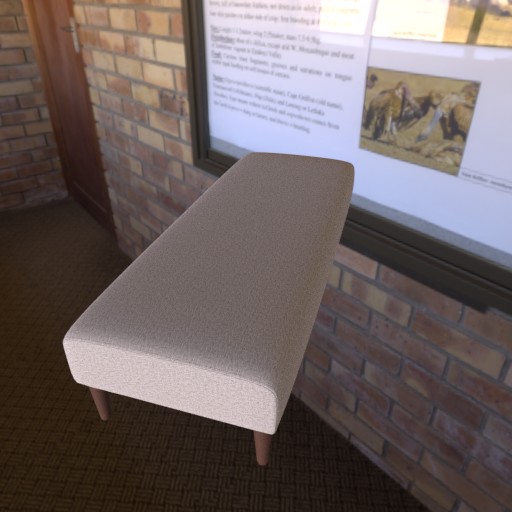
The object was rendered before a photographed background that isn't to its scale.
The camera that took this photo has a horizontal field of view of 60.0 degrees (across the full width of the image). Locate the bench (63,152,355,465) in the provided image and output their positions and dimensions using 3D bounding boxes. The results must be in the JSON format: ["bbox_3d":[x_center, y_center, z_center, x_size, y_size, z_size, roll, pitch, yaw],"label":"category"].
[{"bbox_3d":[0.000,0.000,1.825,0.631,0.383,1.598,9,32,15],"label":"bench"}]
